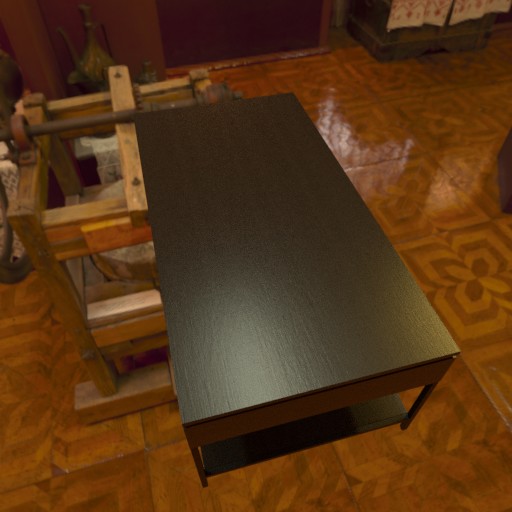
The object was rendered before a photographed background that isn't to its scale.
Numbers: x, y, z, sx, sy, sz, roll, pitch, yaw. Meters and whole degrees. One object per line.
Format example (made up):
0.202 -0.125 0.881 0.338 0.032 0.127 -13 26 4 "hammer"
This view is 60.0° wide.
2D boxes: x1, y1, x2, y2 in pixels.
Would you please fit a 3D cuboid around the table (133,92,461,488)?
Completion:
0.000 0.000 1.369 0.574 0.435 1.095 -11 49 -10 "table"
